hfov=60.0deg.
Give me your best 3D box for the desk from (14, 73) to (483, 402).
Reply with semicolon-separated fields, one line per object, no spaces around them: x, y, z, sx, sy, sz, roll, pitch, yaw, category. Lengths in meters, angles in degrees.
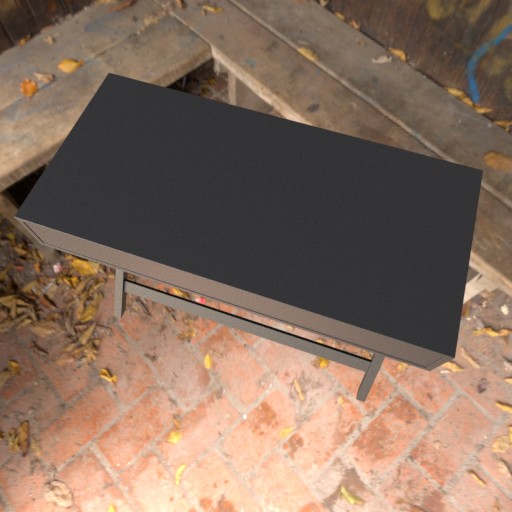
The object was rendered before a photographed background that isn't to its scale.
0.000;0.000;1.457;1.057;0.780;0.525;17;66;8;desk
